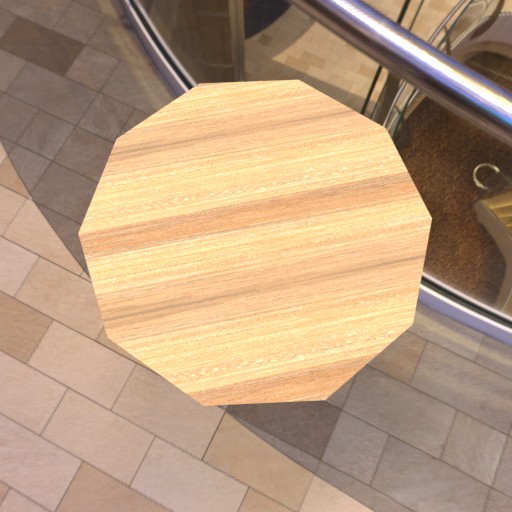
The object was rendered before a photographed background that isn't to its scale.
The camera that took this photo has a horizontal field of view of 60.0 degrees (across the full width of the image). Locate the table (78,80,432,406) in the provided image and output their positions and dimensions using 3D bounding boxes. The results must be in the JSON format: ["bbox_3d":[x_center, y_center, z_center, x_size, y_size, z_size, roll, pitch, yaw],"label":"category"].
[{"bbox_3d":[0.000,0.000,1.848,1.186,0.752,1.186,0,75,0],"label":"table"}]
